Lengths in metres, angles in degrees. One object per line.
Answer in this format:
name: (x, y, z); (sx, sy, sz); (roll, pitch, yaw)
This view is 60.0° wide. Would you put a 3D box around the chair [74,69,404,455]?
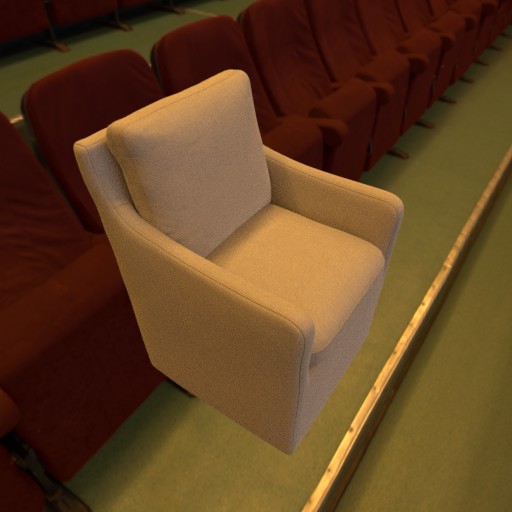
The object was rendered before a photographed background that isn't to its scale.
chair: (0.000, 0.000, 1.364); (0.694, 0.914, 0.626); (25, 47, 25)
